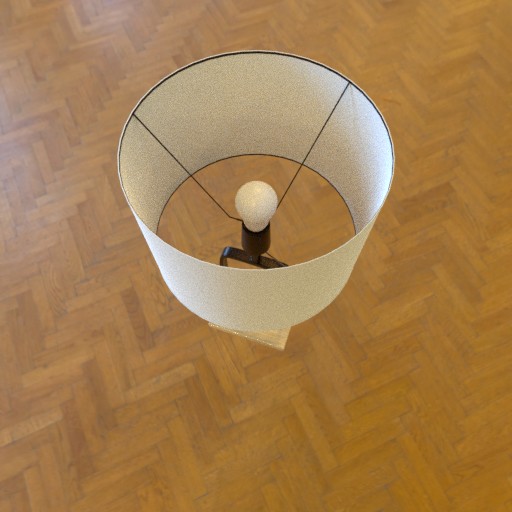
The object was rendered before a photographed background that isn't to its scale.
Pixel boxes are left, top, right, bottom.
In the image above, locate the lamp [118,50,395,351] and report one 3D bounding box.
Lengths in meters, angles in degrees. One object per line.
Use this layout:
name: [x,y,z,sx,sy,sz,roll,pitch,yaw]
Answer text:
lamp: [0.000,0.000,0.677,0.279,0.508,0.279,17,65,8]
